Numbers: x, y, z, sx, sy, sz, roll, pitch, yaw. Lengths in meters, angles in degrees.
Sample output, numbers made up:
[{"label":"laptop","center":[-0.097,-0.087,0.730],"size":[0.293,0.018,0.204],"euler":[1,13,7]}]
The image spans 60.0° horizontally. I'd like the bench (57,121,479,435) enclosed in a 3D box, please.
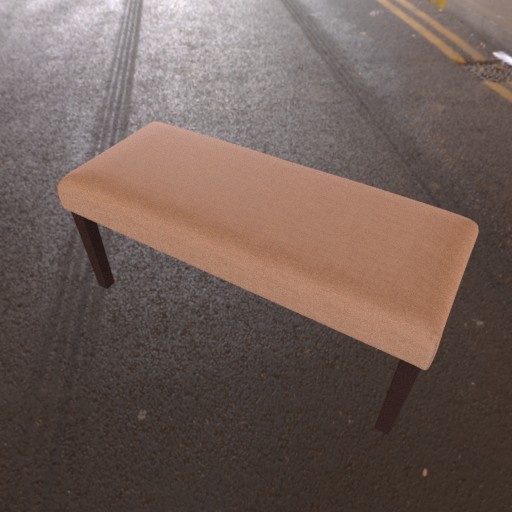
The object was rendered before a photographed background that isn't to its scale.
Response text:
[{"label":"bench","center":[0.000,0.000,1.242],"size":[1.013,0.456,0.407],"euler":[22,48,22]}]
